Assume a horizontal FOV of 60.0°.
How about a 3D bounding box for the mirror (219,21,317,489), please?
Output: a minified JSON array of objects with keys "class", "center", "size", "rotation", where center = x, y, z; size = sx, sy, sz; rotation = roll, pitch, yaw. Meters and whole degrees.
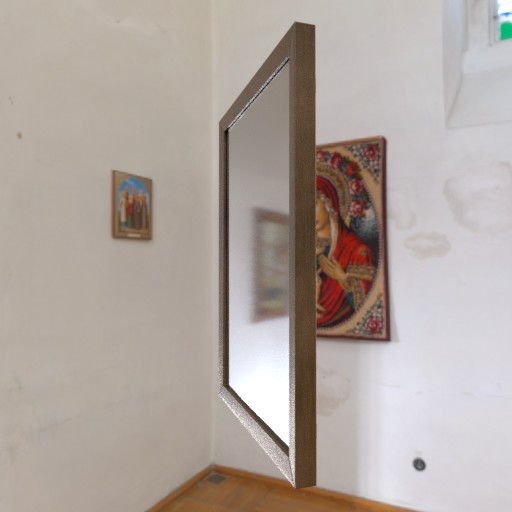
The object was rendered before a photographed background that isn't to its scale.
[{"class":"mirror","center":[0.000,0.000,0.919],"size":[0.040,0.710,0.507],"rotation":[0,-1,-18]}]
